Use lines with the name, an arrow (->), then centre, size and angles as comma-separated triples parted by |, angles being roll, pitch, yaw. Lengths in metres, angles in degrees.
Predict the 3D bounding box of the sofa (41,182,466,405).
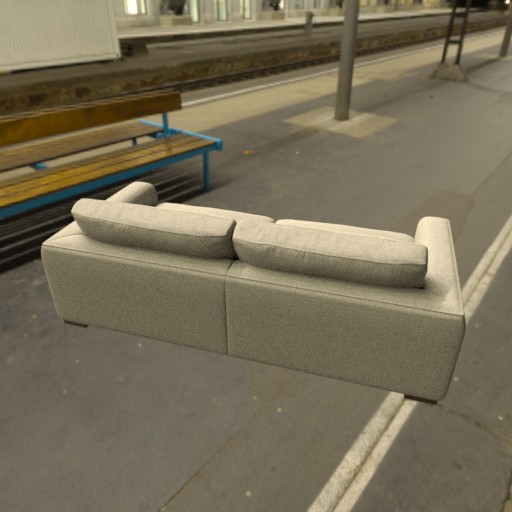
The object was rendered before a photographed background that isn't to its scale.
sofa -> 0.000, 0.000, 2.708 | 2.262, 0.801, 1.070 | 9, 32, 15
